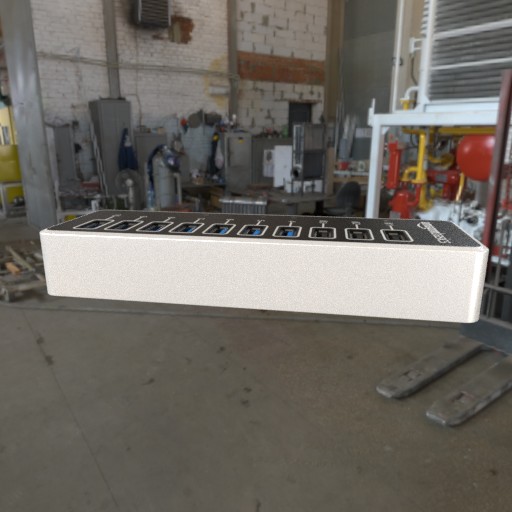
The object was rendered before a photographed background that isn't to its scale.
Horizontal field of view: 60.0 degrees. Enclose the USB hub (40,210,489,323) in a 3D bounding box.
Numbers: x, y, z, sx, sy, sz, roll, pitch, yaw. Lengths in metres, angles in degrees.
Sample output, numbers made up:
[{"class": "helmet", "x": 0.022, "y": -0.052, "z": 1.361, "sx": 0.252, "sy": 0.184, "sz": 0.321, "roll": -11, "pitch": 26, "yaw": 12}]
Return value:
[{"class": "USB hub", "x": 0.000, "y": 0.000, "z": 0.162, "sx": 0.145, "sy": 0.023, "sz": 0.044, "roll": 3, "pitch": 16, "yaw": 9}]
